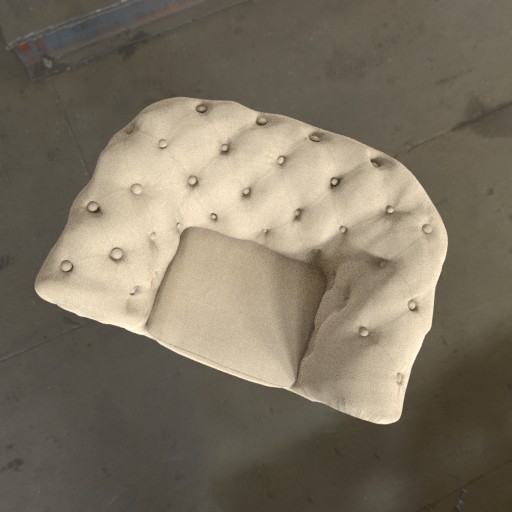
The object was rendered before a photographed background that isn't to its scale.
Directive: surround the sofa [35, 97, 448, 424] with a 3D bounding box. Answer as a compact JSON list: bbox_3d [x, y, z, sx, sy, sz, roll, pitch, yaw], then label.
[{"bbox_3d":[0.000,0.000,1.979,1.405,0.878,1.034,19,76,5],"label":"sofa"}]
